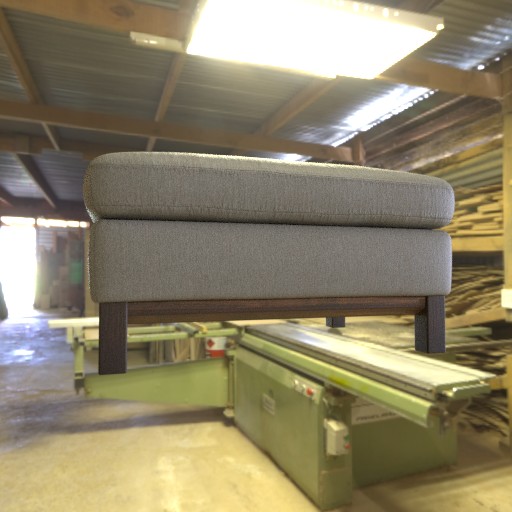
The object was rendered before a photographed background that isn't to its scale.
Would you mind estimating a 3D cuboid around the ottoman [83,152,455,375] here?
[{"bbox_3d":[0.000,0.000,1.036,0.735,0.404,0.528,1,-2,-17],"label":"ottoman"}]
